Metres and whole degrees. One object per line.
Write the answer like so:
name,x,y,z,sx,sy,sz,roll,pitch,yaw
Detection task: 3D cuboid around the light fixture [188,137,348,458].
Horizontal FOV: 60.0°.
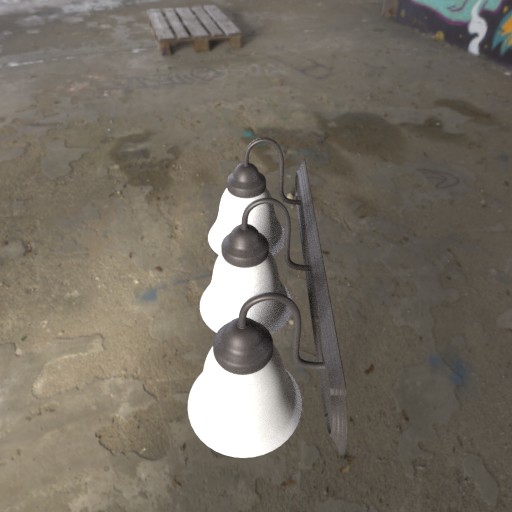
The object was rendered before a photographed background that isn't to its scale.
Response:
light fixture,0.000,0.000,0.714,0.199,0.222,0.610,0,41,0
